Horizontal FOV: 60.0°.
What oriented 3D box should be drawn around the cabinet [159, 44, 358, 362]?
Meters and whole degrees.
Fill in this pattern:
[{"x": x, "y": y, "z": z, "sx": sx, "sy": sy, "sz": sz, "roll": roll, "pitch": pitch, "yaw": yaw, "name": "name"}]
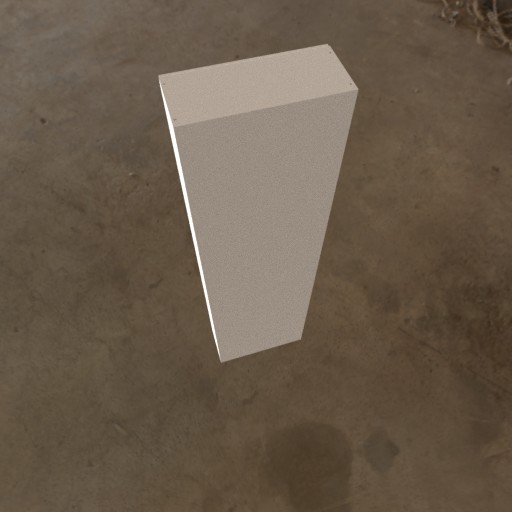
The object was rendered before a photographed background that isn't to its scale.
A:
[{"x": 0.000, "y": 0.000, "z": 1.957, "sx": 0.500, "sy": 1.790, "sz": 0.230, "roll": -14, "pitch": 59, "yaw": -9, "name": "cabinet"}]
